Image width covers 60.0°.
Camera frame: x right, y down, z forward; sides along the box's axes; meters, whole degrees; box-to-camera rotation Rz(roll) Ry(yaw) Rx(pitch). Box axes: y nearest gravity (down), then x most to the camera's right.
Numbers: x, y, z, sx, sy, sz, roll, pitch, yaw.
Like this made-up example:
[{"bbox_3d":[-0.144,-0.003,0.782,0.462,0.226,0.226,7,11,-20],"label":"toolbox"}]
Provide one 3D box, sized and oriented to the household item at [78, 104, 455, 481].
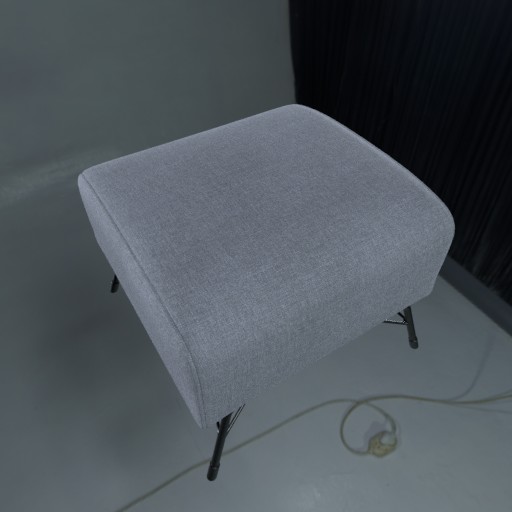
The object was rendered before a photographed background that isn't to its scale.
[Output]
[{"bbox_3d":[0.000,0.000,0.896,0.530,0.410,0.530,-24,51,-22],"label":"household item"}]
